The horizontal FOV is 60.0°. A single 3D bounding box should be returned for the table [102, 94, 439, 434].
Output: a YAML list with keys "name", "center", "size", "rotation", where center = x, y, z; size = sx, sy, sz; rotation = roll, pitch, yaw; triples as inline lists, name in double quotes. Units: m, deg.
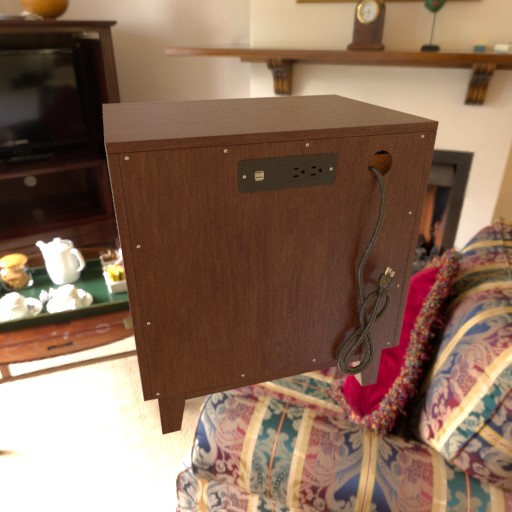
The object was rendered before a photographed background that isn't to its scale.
- name: "table"
  center: [0.000, 0.000, 0.984]
  size: [0.557, 0.609, 0.449]
  rotation: [-8, 28, -16]
